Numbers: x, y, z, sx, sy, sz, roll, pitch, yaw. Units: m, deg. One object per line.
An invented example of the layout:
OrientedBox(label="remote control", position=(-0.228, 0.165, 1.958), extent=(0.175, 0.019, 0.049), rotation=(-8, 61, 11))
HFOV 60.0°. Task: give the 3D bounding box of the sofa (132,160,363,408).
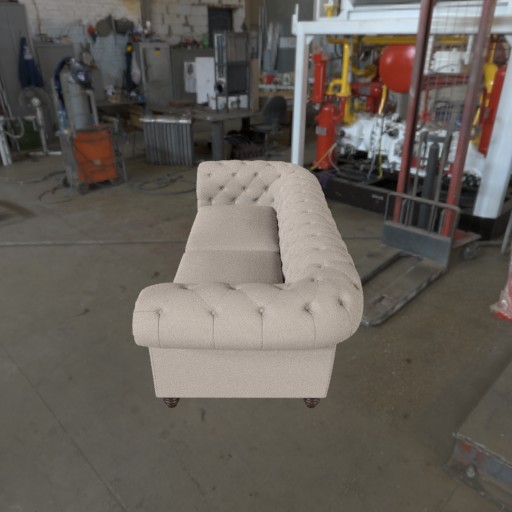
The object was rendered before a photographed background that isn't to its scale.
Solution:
OrientedBox(label="sofa", position=(0.000, 0.000, 2.912), extent=(0.991, 0.749, 2.411), rotation=(0, 26, 0))
